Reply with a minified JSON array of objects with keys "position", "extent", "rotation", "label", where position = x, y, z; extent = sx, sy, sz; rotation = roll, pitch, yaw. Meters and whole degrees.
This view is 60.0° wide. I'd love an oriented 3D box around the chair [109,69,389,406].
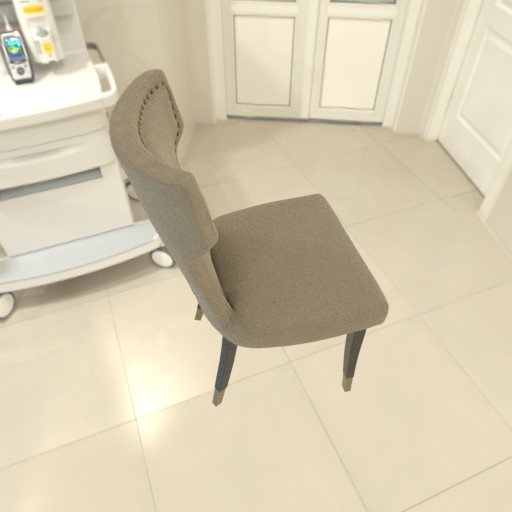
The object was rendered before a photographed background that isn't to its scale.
[{"position":[0.000,0.000,1.298],"extent":[0.630,0.955,0.526],"rotation":[-11,47,-11],"label":"chair"}]
